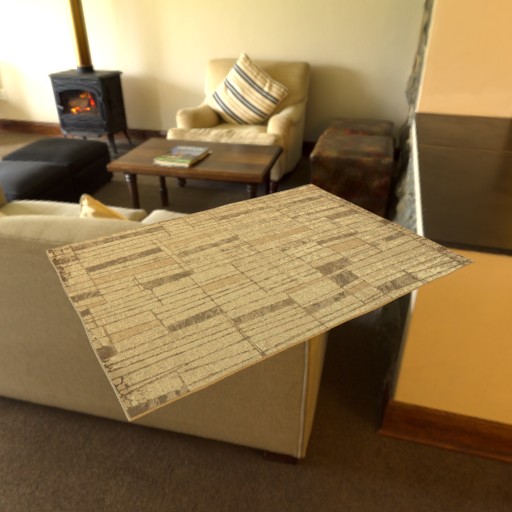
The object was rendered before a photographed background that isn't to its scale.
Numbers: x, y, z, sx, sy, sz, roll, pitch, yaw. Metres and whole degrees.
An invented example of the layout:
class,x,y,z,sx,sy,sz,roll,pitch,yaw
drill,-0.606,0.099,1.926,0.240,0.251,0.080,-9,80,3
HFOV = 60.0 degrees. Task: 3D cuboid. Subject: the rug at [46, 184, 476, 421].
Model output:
class,x,y,z,sx,sy,sz,roll,pitch,yaw
rug,0.000,0.000,4.263,3.357,0.019,2.449,-18,34,-28
